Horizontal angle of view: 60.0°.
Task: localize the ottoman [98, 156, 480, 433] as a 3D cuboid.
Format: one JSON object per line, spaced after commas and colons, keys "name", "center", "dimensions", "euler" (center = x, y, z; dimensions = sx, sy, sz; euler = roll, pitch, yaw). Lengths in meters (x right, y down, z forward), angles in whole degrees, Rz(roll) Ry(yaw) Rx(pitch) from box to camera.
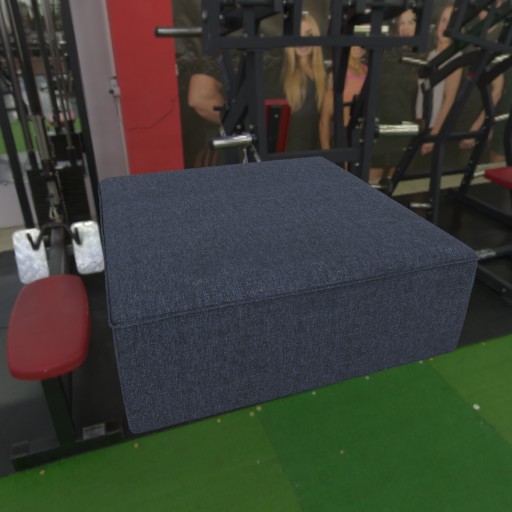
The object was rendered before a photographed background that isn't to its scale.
{"name": "ottoman", "center": [0.000, 0.000, 1.586], "dimensions": [1.023, 0.423, 1.017], "euler": [-9, 30, -16]}
